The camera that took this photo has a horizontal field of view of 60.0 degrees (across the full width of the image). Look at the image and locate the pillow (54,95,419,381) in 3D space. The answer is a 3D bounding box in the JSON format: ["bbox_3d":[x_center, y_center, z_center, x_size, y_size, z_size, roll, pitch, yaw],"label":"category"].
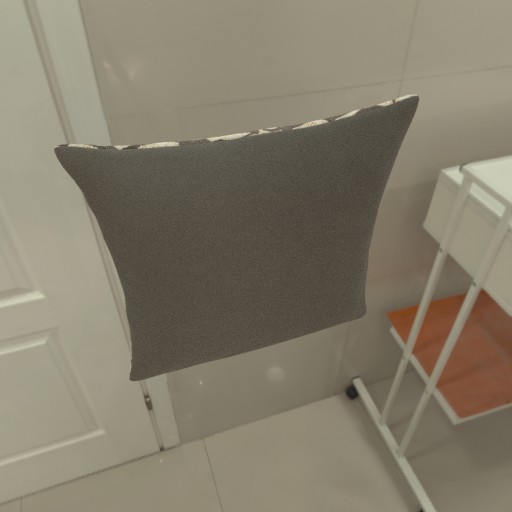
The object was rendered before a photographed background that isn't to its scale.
[{"bbox_3d":[0.000,0.000,0.773,0.526,0.507,0.166,-13,42,-15],"label":"pillow"}]
